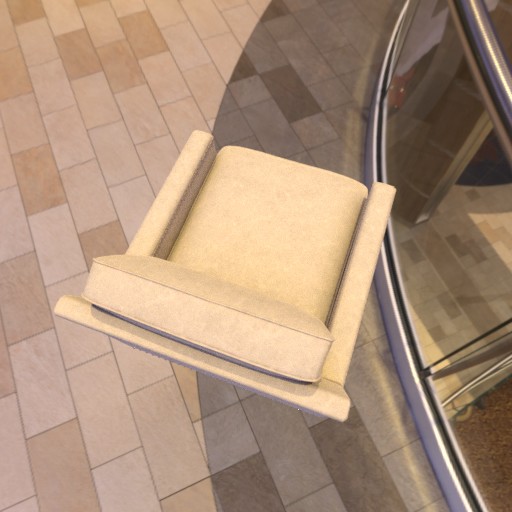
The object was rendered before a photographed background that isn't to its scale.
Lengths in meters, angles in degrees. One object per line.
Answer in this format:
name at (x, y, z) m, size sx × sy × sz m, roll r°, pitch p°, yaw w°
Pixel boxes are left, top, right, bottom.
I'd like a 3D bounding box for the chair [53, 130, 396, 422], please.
chair at (0.000, 0.000, 1.666) m, size 0.853 × 0.943 × 1.014 m, roll 18°, pitch 66°, yaw 9°
